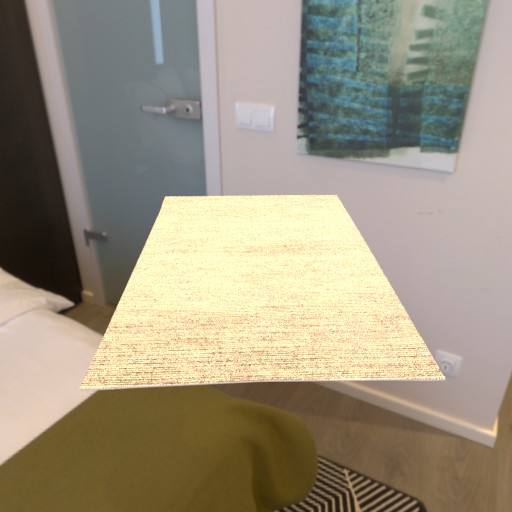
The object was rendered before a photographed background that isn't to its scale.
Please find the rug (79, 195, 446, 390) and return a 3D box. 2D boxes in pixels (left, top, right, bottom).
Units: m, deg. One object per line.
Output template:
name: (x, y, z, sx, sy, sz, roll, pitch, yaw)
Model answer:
rug: (0.000, 0.000, 2.166, 1.149, 0.021, 1.773, -1, 27, -2)
